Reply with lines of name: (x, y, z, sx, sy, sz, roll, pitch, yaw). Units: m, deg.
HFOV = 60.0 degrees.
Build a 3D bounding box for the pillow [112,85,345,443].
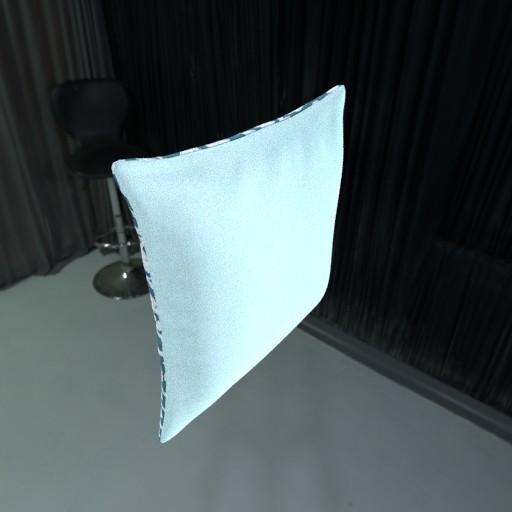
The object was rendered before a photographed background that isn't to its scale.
pillow: (0.000, 0.000, 0.798, 0.166, 0.508, 0.525, 23, 39, 31)
